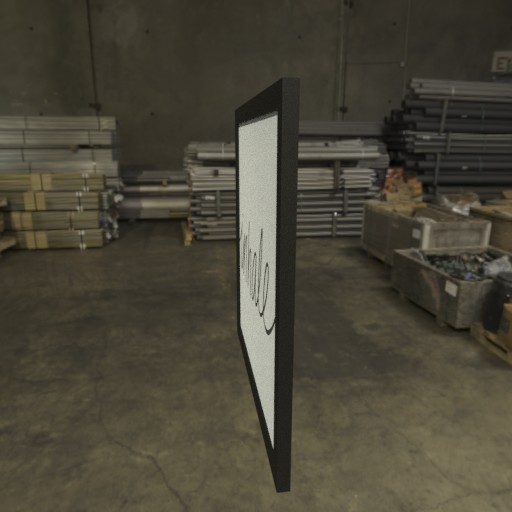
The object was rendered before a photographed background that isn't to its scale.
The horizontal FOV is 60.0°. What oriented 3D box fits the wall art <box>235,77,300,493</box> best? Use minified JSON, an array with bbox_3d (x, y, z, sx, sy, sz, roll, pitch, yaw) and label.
[{"bbox_3d":[0.000,0.000,0.531,0.013,0.356,0.356,-2,15,-8],"label":"wall art"}]
